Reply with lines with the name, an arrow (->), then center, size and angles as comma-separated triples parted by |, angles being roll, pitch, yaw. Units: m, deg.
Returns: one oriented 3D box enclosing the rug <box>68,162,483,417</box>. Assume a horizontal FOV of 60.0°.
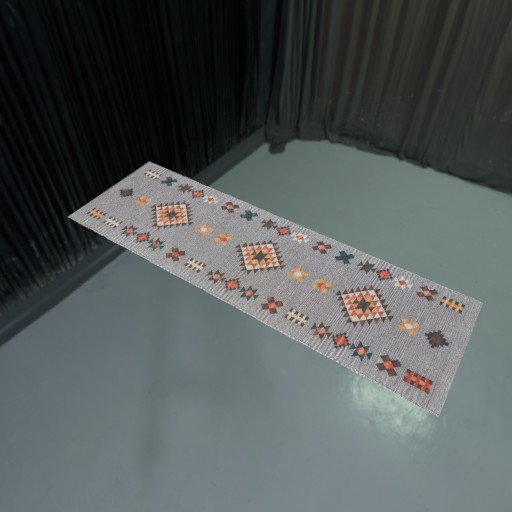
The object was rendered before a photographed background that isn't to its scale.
rug -> 0.000, 0.000, 2.639 | 2.432, 0.008, 0.766 | 25, 51, 23
